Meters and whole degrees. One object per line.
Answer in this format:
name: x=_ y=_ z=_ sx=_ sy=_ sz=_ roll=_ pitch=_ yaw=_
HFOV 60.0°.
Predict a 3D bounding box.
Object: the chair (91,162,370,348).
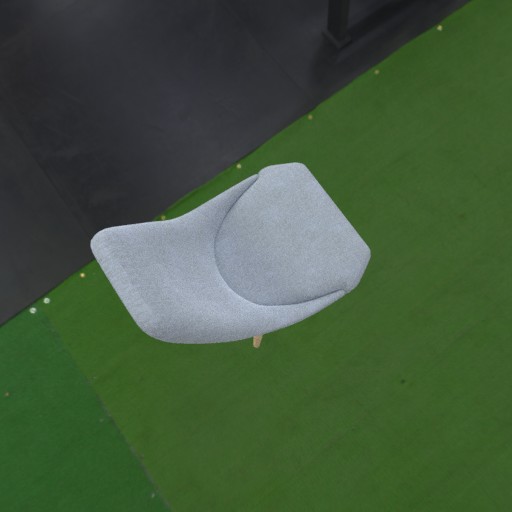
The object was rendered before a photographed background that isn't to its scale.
chair: x=0.000 y=0.000 z=1.384 sx=0.660 sy=1.040 sz=0.510 roll=-34 pitch=79 yaw=-8
